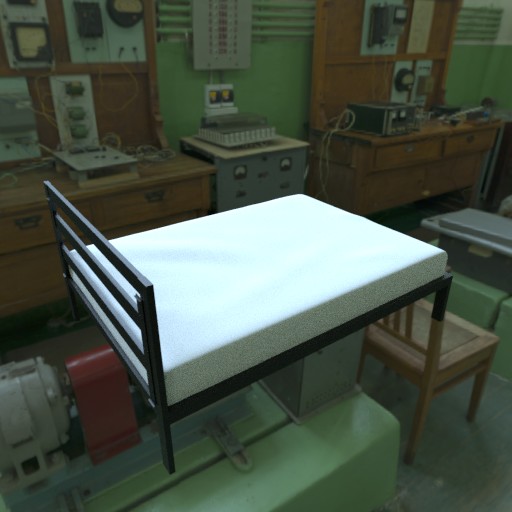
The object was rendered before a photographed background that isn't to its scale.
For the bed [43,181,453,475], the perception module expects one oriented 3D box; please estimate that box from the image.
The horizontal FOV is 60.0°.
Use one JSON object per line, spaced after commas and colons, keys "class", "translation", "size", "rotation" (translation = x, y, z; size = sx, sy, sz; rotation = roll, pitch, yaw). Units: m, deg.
{"class": "bed", "translation": [0.000, 0.000, 2.838], "size": [2.062, 0.967, 1.524], "rotation": [-18, 31, -31]}
